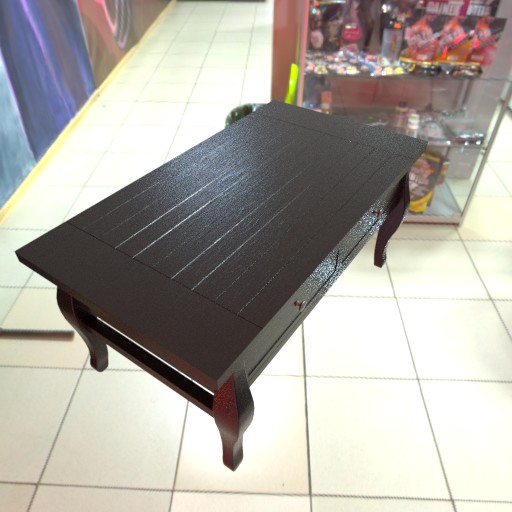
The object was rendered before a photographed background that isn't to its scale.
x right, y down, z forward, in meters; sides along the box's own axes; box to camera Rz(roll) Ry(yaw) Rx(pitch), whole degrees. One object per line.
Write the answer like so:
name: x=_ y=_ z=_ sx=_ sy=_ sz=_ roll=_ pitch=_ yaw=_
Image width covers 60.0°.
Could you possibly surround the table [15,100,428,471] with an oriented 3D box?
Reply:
table: x=0.000 y=0.000 z=1.360 sx=0.600 sy=0.494 sz=1.062 roll=25 pitch=47 yaw=26
